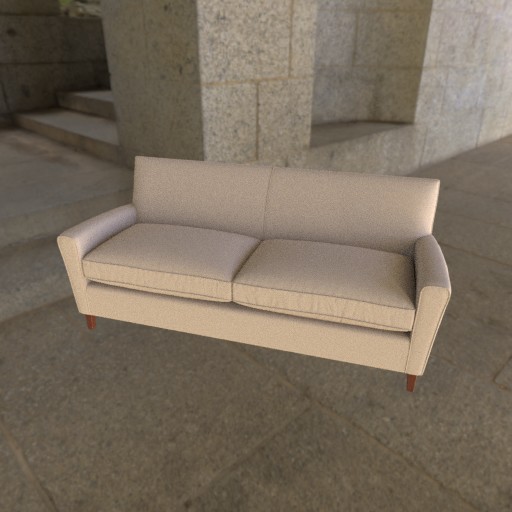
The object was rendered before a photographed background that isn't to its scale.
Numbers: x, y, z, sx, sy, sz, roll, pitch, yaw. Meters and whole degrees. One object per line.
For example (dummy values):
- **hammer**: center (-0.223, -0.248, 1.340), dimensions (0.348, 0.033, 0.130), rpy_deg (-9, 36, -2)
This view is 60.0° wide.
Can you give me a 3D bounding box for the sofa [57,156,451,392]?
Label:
- **sofa**: center (0.000, 0.000, 2.554), dimensions (2.000, 0.846, 0.875), rpy_deg (7, 27, 15)
